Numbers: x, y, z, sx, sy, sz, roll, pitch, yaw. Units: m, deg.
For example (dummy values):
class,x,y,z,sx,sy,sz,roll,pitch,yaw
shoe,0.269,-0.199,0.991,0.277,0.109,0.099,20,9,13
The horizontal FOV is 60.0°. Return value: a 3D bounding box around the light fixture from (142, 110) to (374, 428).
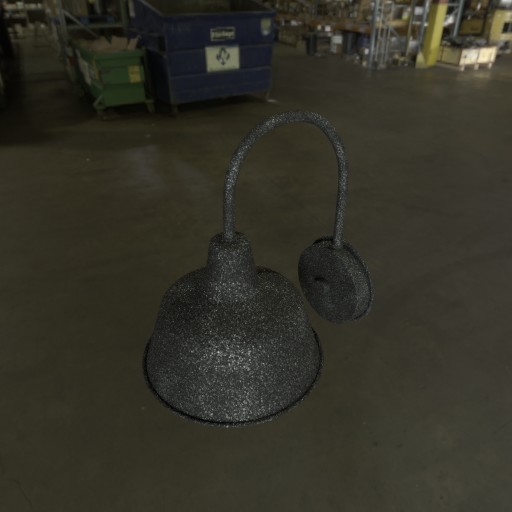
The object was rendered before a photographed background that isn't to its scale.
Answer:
class,x,y,z,sx,sy,sz,roll,pitch,yaw
light fixture,0.000,0.000,0.488,0.283,0.300,0.216,-21,38,-31
